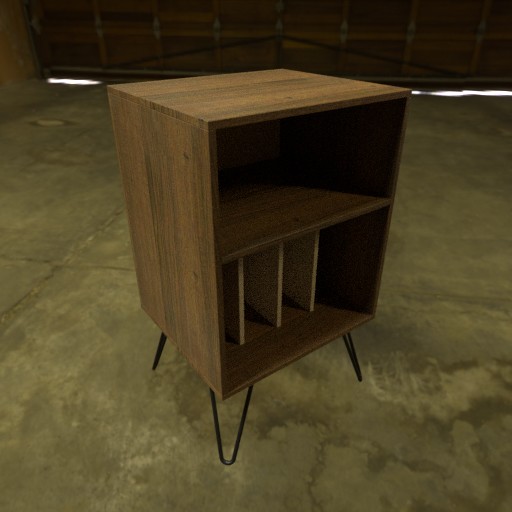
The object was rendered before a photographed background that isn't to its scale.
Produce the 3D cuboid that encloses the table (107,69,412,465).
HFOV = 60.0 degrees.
[{"bbox_3d":[0.000,0.000,1.204,0.526,0.866,0.457,-20,35,-31],"label":"table"}]
